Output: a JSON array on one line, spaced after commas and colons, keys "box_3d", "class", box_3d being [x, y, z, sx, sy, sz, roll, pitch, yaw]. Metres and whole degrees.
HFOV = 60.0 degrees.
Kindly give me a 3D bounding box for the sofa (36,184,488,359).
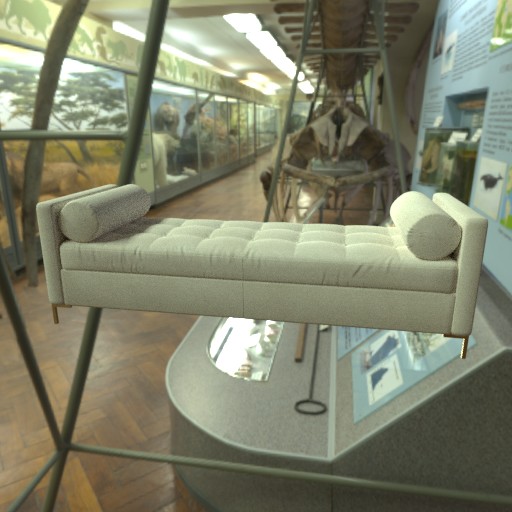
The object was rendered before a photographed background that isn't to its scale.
[{"box_3d": [0.000, 0.000, 2.305, 1.981, 0.635, 0.686, 3, 17, 10], "class": "sofa"}]
